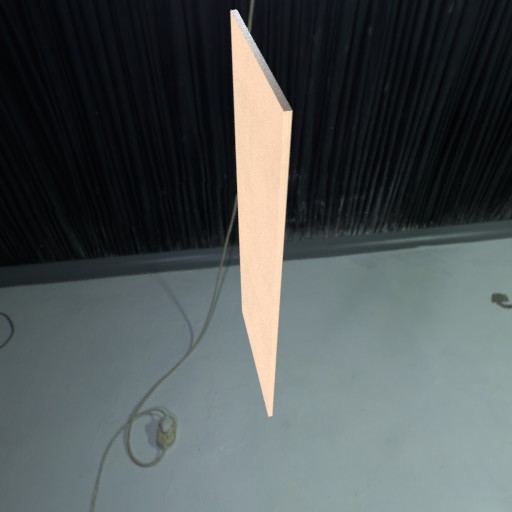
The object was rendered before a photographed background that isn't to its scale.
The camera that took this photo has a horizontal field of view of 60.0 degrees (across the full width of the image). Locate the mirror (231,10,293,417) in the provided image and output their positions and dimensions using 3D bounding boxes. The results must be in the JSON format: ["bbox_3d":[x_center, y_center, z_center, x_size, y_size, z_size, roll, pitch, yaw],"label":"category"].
[{"bbox_3d":[0.000,0.000,2.244,0.026,2.031,0.812,-9,48,-9],"label":"mirror"}]
